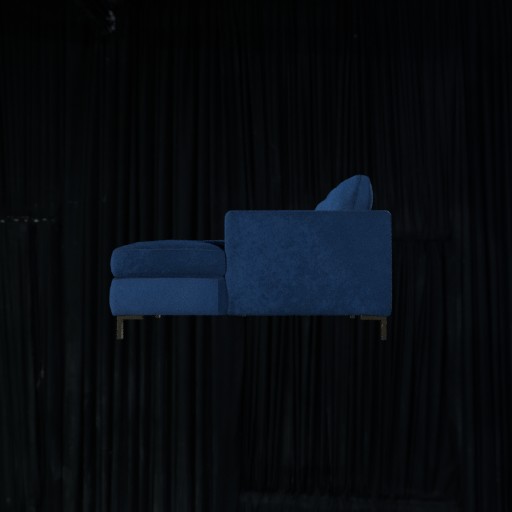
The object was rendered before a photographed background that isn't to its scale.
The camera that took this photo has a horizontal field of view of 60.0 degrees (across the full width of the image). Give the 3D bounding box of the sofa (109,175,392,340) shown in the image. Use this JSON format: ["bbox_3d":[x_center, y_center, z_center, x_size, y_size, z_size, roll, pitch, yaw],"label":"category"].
[{"bbox_3d":[0.000,0.000,3.532,1.350,0.810,2.932,0,0,1],"label":"sofa"}]
